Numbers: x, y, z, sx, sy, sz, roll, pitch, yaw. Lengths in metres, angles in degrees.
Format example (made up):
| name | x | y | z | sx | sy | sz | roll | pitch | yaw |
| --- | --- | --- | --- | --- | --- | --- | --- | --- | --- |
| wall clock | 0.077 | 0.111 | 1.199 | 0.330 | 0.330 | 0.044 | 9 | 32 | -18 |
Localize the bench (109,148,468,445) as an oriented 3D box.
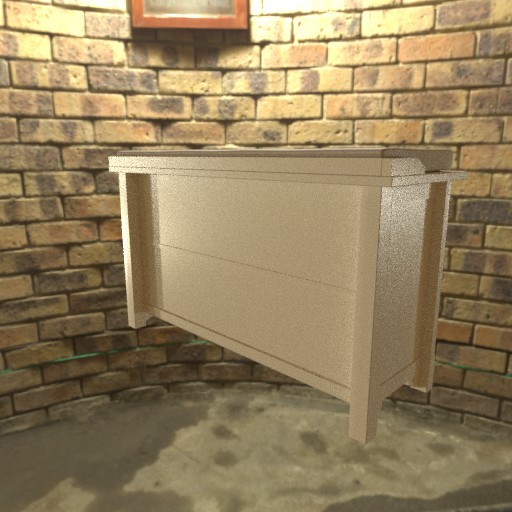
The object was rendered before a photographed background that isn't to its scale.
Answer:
| name | x | y | z | sx | sy | sz | roll | pitch | yaw |
| --- | --- | --- | --- | --- | --- | --- | --- | --- | --- |
| bench | 0.000 | 0.000 | 1.262 | 0.987 | 0.589 | 0.346 | 12 | 18 | 43 |
